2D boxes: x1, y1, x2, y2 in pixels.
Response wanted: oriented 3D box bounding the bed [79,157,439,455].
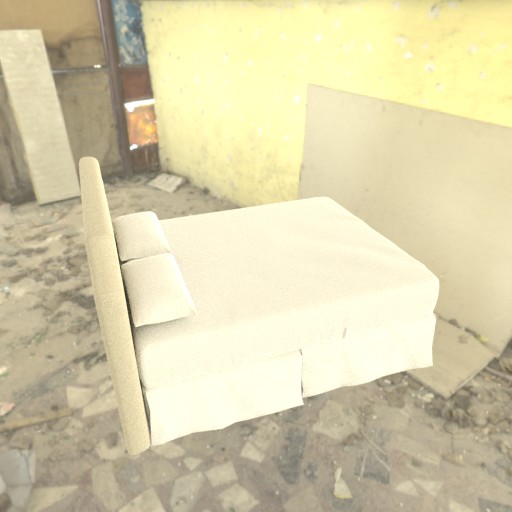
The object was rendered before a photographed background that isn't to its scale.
[{"bbox_3d":[0.000,0.000,3.132,2.116,1.290,1.693,-10,31,-18],"label":"bed"}]
